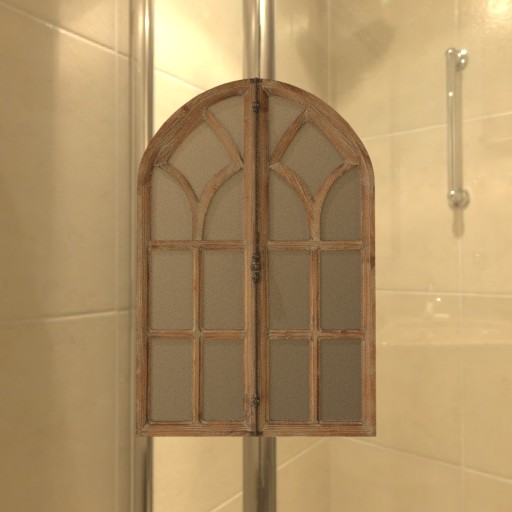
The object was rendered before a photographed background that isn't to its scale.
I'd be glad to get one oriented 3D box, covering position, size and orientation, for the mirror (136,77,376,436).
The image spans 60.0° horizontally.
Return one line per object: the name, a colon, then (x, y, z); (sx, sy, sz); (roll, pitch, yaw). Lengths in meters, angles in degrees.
mirror: (0.000, 0.000, 1.131); (0.609, 0.915, 0.032); (0, -1, 0)
